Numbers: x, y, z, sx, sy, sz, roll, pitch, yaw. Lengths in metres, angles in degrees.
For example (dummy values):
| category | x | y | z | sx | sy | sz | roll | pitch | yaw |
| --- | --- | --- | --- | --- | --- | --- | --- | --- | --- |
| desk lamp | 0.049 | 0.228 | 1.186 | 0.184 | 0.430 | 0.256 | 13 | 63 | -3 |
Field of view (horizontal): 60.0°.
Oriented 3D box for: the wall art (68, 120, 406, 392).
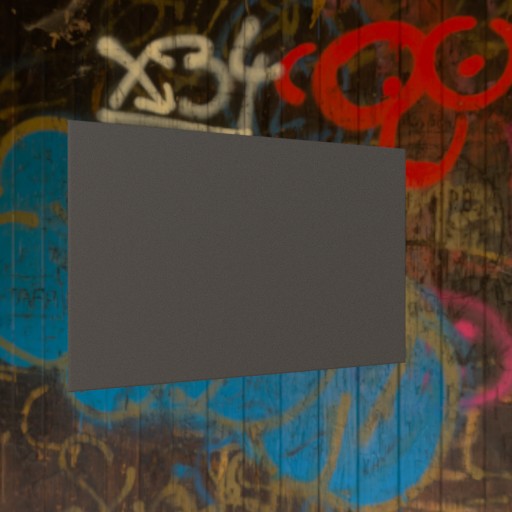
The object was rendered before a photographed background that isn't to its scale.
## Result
| category | x | y | z | sx | sy | sz | roll | pitch | yaw |
| --- | --- | --- | --- | --- | --- | --- | --- | --- | --- |
| wall art | 0.000 | 0.000 | 1.225 | 0.958 | 0.656 | 0.026 | 0 | 0 | -18 |
